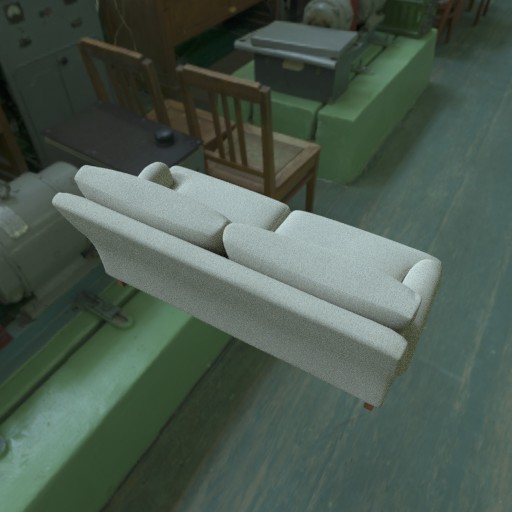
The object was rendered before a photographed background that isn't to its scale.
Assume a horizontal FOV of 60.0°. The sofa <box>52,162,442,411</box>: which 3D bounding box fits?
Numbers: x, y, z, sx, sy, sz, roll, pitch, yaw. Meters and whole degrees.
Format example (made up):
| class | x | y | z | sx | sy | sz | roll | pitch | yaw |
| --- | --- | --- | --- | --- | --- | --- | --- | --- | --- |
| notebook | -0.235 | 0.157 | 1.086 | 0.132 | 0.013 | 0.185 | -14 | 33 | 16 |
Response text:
| class | x | y | z | sx | sy | sz | roll | pitch | yaw |
| --- | --- | --- | --- | --- | --- | --- | --- | --- | --- |
| sofa | 0.000 | 0.000 | 2.722 | 2.070 | 0.997 | 1.091 | 22 | 50 | 20 |
